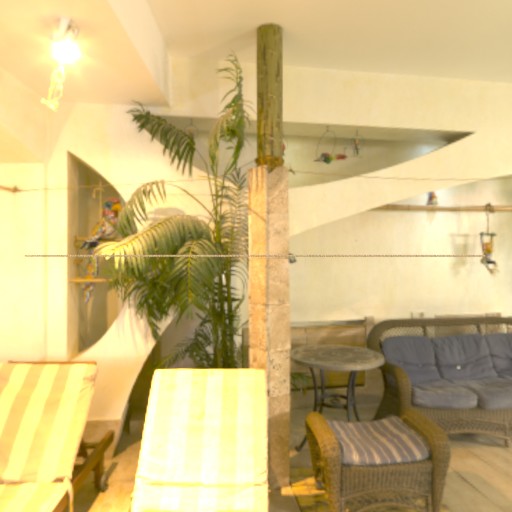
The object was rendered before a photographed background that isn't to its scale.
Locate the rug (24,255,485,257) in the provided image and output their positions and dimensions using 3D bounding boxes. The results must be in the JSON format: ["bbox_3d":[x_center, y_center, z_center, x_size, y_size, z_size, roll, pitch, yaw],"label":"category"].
[{"bbox_3d":[0.000,0.000,4.092,3.048,0.013,2.439,0,0,-1],"label":"rug"}]
